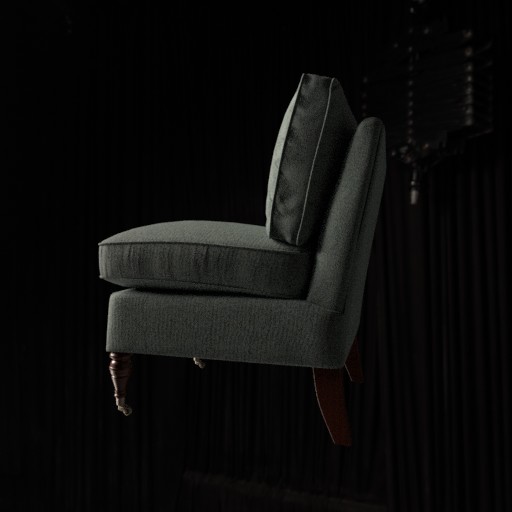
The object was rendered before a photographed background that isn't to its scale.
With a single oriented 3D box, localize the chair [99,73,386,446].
[{"bbox_3d":[0.000,0.000,1.421,0.796,0.901,0.624,0,1,17],"label":"chair"}]
